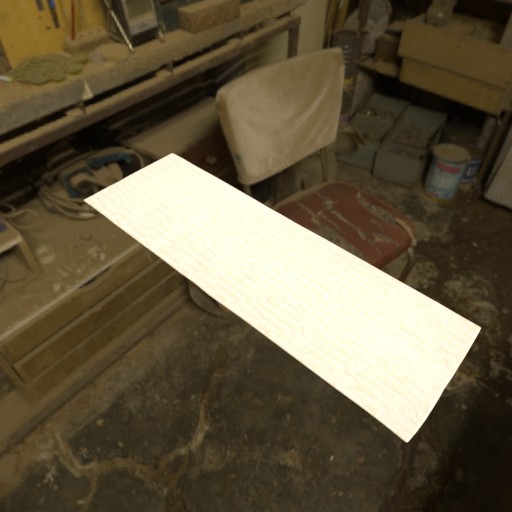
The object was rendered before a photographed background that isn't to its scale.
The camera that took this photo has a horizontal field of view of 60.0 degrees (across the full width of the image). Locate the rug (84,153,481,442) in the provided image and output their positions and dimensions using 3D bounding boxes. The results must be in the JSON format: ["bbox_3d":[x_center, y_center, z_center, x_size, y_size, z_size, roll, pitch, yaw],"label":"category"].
[{"bbox_3d":[0.000,0.000,2.648,2.450,0.014,0.793,33,54,28],"label":"rug"}]
